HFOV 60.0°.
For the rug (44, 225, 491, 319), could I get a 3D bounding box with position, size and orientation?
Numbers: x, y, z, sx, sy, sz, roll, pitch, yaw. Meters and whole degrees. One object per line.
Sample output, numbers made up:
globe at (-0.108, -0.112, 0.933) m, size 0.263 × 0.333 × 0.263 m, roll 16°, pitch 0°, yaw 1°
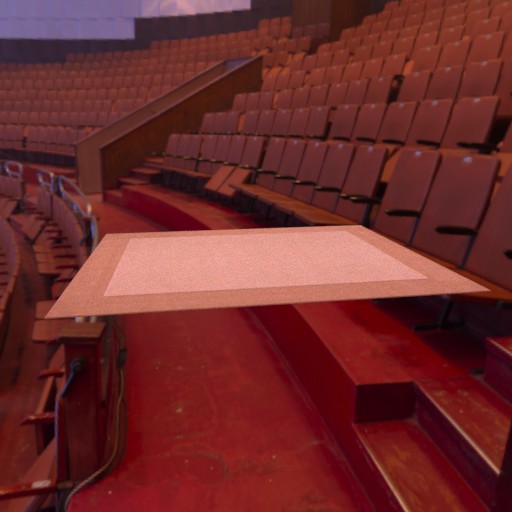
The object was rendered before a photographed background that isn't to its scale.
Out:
rug at (0.000, 0.000, 4.127) m, size 3.048 × 0.014 × 2.438 m, roll -3°, pitch 15°, yaw -9°
